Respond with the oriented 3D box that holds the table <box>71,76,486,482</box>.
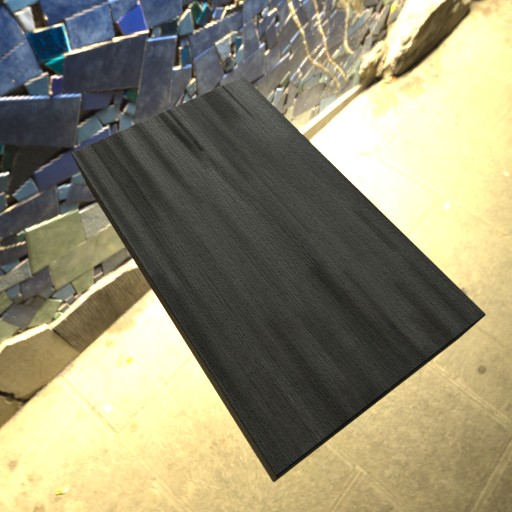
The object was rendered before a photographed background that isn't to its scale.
[{"bbox_3d":[0.000,0.000,1.381,0.643,0.347,1.088,-31,64,-17],"label":"table"}]
